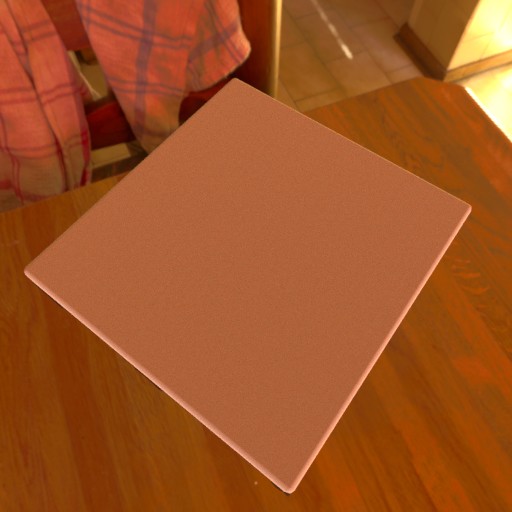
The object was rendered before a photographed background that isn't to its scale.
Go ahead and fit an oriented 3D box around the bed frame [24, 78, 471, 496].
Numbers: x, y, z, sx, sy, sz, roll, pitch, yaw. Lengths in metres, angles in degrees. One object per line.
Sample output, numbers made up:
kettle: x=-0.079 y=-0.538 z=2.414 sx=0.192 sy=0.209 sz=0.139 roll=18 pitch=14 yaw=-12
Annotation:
bed frame: x=0.000 y=0.000 z=3.785 sx=2.526 sy=0.680 sz=2.635 roll=34 pitch=68 yaw=16
